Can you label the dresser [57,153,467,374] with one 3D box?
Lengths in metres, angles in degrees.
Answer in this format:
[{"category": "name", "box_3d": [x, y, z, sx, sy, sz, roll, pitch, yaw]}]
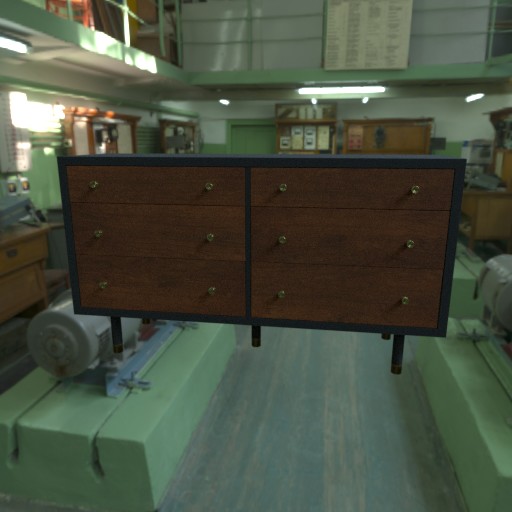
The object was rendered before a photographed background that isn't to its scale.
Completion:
[{"category": "dresser", "box_3d": [0.000, 0.000, 1.975, 1.558, 0.872, 0.463, 2, 15, 9]}]
